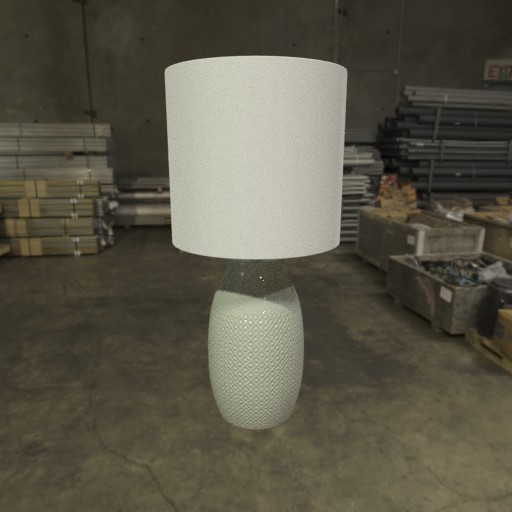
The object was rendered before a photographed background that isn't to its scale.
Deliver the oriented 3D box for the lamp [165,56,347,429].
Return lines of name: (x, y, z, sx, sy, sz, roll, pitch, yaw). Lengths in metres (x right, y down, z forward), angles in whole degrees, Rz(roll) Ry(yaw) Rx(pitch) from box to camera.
lamp: (0.000, 0.000, 0.589, 0.217, 0.453, 0.217, -2, 14, -8)
